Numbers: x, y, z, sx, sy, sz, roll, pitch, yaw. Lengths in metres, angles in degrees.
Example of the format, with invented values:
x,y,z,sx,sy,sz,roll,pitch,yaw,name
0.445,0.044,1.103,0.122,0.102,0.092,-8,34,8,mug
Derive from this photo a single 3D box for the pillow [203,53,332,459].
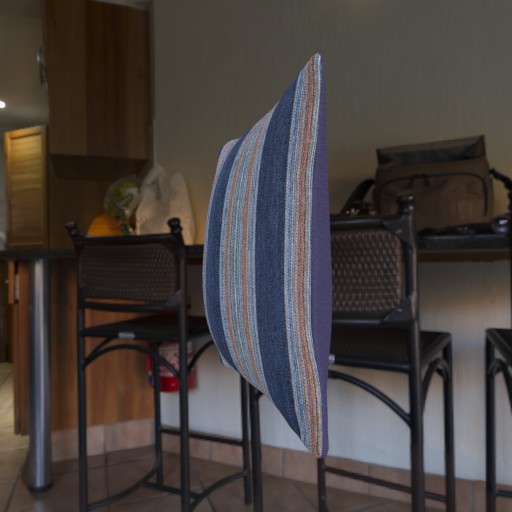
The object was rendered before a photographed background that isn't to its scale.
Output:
x,y,z,sx,sy,sz,roll,pitch,yaw,name
0.000,0.000,0.653,0.136,0.419,0.437,0,0,-18,pillow
